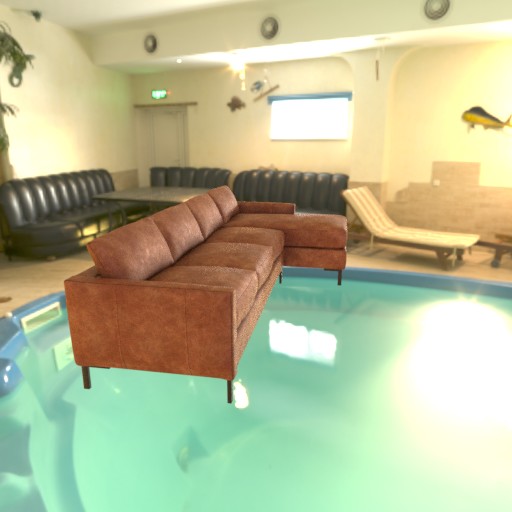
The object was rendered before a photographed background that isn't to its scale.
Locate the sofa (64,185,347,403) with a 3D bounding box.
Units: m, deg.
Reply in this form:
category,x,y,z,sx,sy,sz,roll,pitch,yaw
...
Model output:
category,x,y,z,sx,sy,sz,roll,pitch,yaw
sofa,0.000,0.000,3.605,1.471,0.859,2.993,3,15,10
